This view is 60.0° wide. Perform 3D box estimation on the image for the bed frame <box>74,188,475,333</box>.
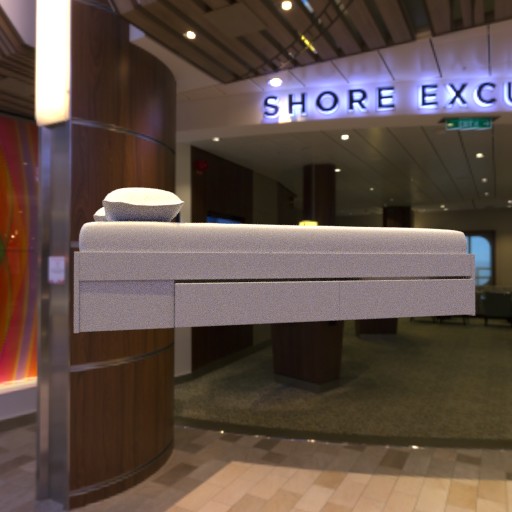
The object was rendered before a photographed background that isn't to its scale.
[{"bbox_3d":[0.000,0.000,2.718,1.950,0.629,1.450,0,-1,-17],"label":"bed frame"}]
